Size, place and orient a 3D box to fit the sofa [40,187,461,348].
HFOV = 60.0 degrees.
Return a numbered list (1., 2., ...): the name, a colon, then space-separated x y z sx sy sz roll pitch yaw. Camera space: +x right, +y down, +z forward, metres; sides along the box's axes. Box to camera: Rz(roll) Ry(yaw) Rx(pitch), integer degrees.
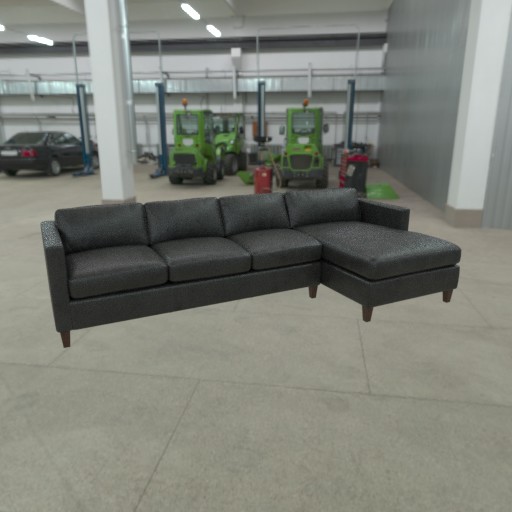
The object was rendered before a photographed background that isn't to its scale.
1. sofa: 0.000 0.000 3.763 3.203 0.883 1.581 -8 18 -26
